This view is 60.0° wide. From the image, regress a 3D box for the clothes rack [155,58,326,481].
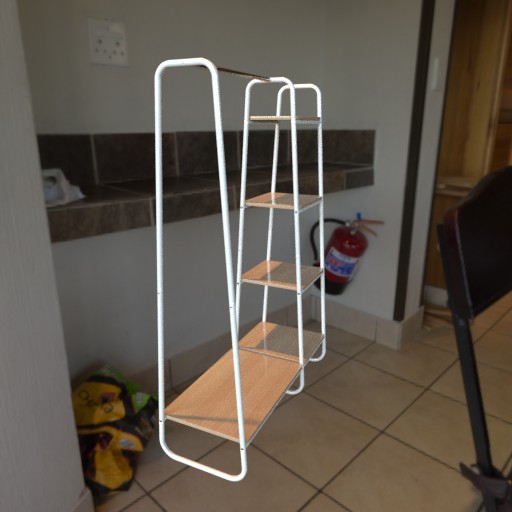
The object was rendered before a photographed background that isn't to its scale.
[{"bbox_3d":[0.000,0.000,1.972,0.400,1.500,1.011,8,18,24],"label":"clothes rack"}]
